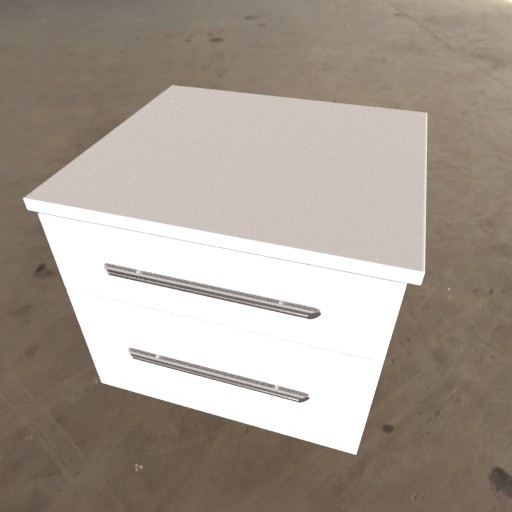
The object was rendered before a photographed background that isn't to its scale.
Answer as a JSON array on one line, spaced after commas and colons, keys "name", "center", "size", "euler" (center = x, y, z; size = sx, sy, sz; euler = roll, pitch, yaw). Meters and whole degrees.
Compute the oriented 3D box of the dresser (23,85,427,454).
[{"name": "dresser", "center": [0.000, 0.000, 0.697], "size": [0.430, 0.360, 0.400], "euler": [11, 41, 13]}]
